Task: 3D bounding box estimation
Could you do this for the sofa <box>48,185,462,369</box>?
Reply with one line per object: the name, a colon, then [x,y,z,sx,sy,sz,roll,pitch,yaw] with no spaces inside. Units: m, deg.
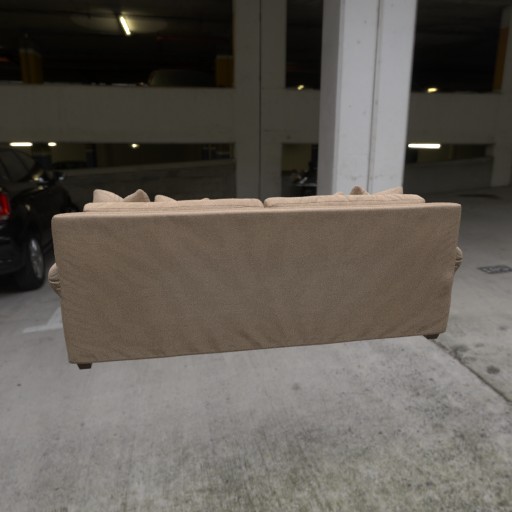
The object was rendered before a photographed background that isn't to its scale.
sofa: [0.000,0.000,2.861,2.285,0.904,1.067,-3,15,-10]
